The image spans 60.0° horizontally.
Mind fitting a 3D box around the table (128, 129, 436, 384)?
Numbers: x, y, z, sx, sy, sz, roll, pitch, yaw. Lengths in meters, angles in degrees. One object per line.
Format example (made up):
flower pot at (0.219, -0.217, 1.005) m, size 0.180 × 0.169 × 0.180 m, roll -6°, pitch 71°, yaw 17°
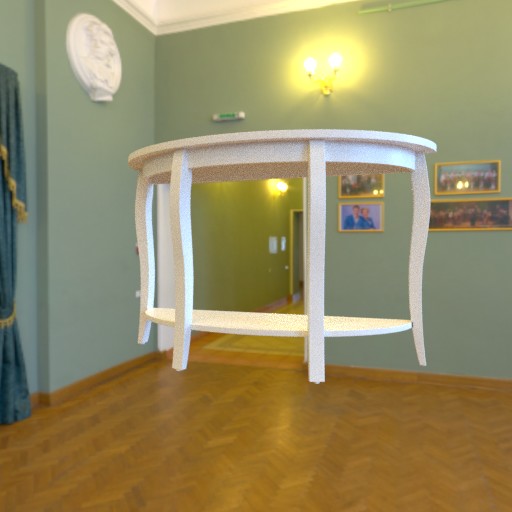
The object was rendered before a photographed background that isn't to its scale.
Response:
table at (0.000, 0.000, 1.582) m, size 1.219 × 0.780 × 0.394 m, roll 0°, pitch 1°, yaw 18°
